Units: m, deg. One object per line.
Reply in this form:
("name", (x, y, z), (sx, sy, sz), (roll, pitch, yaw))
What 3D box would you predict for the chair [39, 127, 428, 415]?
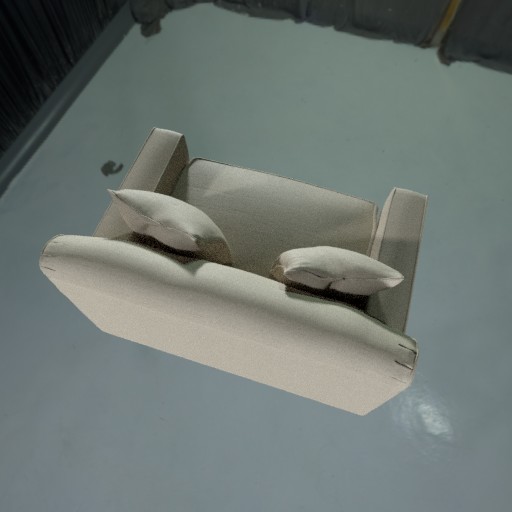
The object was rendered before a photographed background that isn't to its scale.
("chair", (0.000, 0.000, 2.072), (1.383, 0.948, 1.000), (16, 64, 8))
